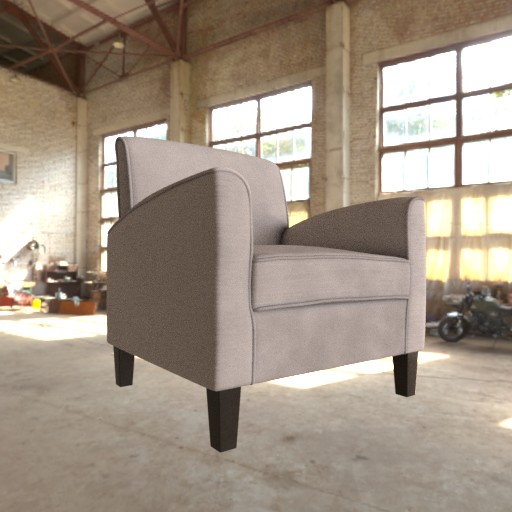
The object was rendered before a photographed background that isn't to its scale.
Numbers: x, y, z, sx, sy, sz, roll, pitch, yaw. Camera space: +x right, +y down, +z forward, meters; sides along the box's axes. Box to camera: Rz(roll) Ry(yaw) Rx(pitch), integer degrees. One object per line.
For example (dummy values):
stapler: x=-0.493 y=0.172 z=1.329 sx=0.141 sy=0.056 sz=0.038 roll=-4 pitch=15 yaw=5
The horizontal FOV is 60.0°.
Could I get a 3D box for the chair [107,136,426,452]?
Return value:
chair: x=0.000 y=0.000 z=1.538 sx=0.820 sy=0.915 sz=0.821 roll=1 pitch=-1 yaw=-36
